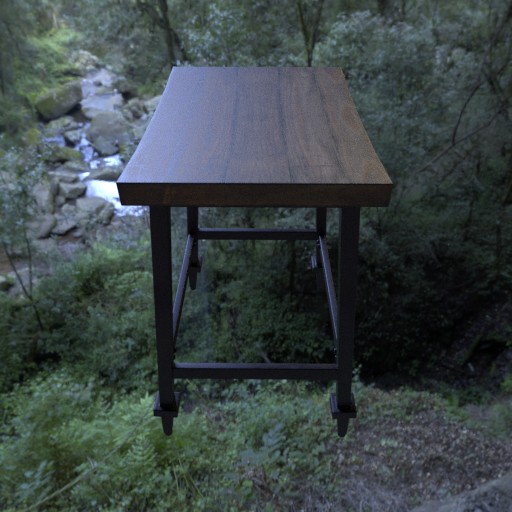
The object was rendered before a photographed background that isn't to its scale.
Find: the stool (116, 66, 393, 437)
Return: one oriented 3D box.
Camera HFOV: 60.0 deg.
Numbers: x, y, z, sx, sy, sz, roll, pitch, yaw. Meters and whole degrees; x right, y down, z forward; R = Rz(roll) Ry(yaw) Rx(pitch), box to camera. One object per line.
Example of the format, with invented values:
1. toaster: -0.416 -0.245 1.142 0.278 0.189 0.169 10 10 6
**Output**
1. stool: 0.000 0.000 0.933 0.405 0.625 0.486 0 40 0
